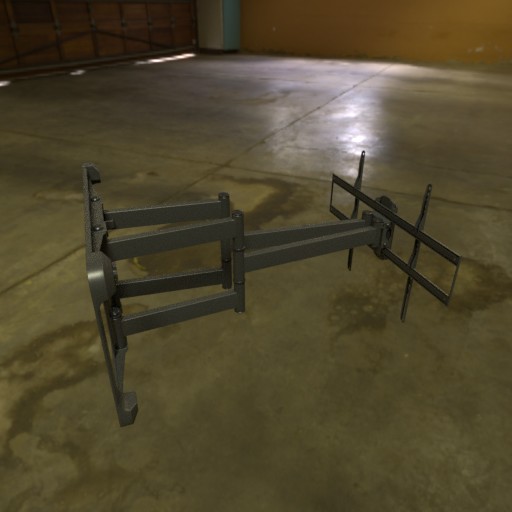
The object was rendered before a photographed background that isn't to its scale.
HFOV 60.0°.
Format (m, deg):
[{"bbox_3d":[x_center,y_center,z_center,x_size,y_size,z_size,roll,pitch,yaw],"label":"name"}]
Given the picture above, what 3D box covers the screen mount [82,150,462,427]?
[{"bbox_3d":[0.000,0.000,1.345,0.905,0.483,0.725,-10,31,-17],"label":"screen mount"}]
